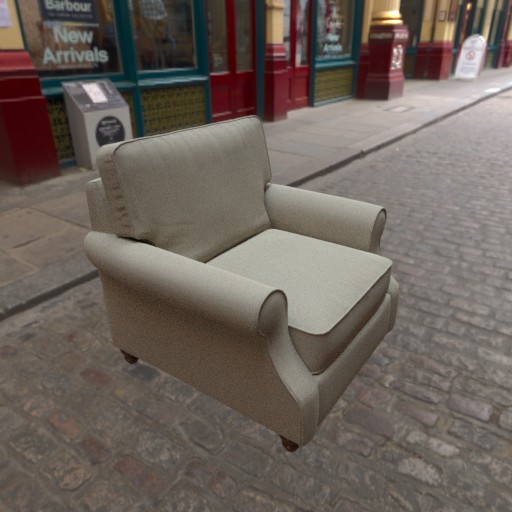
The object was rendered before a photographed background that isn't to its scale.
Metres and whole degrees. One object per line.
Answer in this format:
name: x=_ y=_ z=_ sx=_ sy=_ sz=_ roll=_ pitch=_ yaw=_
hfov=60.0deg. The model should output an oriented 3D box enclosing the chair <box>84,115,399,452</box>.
chair: x=0.000 y=0.000 z=1.786 sx=0.966 sy=0.967 sz=1.029 roll=17 pitch=30 yaw=31
